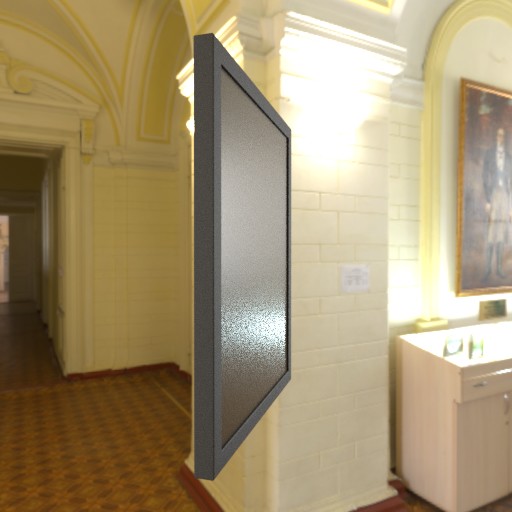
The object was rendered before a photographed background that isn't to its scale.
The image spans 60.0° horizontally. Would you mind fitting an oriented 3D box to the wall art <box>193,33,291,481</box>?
[{"bbox_3d":[0.000,0.000,0.774,0.028,0.558,0.457,0,1,17],"label":"wall art"}]
